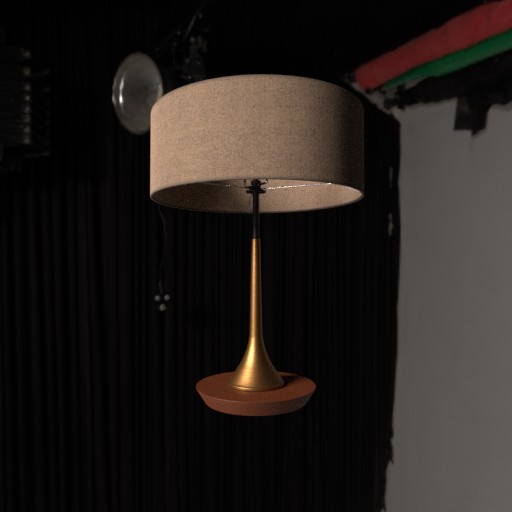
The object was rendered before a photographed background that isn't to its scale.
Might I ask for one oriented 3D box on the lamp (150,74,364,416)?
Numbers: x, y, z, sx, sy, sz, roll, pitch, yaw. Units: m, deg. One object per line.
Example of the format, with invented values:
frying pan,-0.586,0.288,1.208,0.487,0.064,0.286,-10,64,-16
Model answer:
lamp,0.000,0.000,0.857,0.396,0.551,0.417,1,-2,-36
